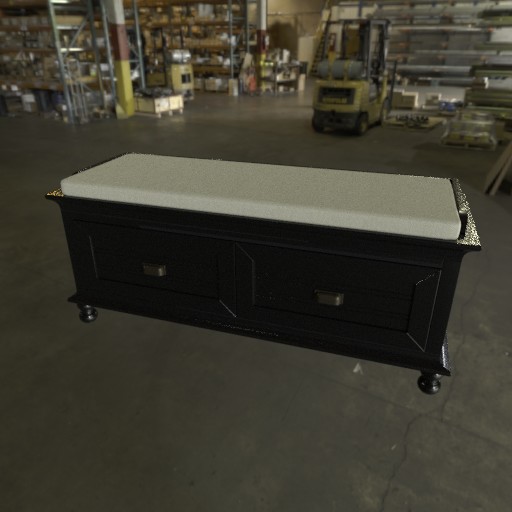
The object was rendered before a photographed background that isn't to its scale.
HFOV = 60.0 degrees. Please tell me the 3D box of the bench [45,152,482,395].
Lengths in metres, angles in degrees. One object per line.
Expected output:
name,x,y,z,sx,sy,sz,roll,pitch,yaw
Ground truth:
bench,0.000,0.000,1.405,1.185,0.501,0.402,8,27,16
